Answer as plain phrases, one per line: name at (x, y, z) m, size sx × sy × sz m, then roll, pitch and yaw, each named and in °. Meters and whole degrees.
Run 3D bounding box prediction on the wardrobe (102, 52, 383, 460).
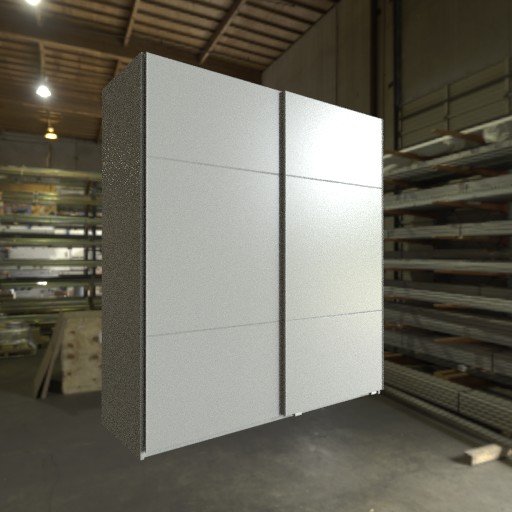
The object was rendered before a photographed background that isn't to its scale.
wardrobe at (0.000, 0.000, 2.869) m, size 1.780 × 1.960 × 0.629 m, roll 0°, pitch 0°, yaw -37°
